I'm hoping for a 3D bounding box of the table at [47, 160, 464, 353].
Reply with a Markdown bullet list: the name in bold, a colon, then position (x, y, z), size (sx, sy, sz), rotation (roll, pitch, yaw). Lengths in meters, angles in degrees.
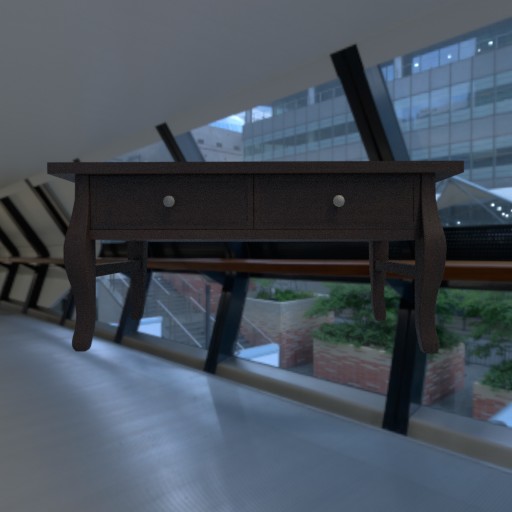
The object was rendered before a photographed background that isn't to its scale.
- **table**: position (0.000, 0.000, 1.424), size (1.062, 0.494, 0.600), rotation (0, 1, 1)
